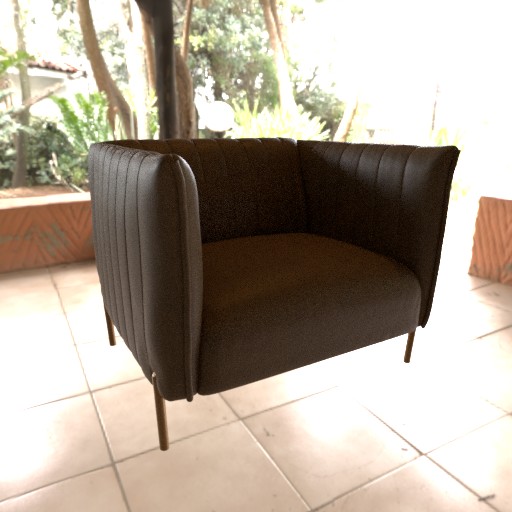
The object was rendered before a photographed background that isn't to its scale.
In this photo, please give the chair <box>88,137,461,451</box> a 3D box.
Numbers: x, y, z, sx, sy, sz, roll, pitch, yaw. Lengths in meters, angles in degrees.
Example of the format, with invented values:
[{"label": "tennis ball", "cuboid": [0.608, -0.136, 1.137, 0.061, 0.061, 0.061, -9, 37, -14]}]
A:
[{"label": "chair", "cuboid": [0.000, 0.000, 1.545, 0.981, 0.779, 0.876, -9, 19, -28]}]
